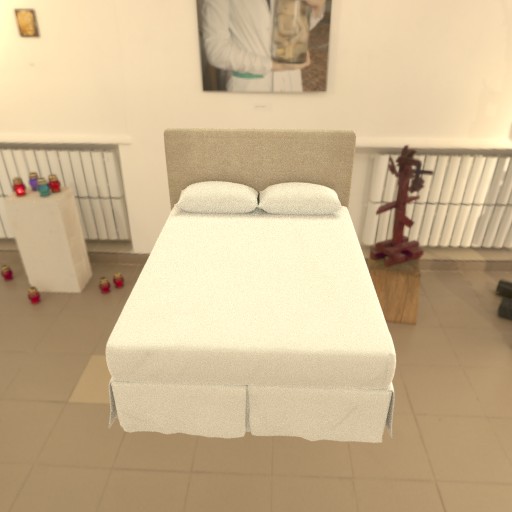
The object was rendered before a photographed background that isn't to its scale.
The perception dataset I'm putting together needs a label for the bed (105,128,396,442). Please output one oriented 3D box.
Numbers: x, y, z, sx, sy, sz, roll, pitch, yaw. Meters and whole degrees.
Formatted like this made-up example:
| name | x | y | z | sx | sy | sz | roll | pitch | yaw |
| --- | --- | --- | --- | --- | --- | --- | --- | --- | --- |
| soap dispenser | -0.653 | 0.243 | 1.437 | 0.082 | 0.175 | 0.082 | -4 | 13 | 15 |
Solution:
| name | x | y | z | sx | sy | sz | roll | pitch | yaw |
| --- | --- | --- | --- | --- | --- | --- | --- | --- | --- |
| bed | 0.000 | 0.000 | 3.238 | 1.713 | 1.330 | 2.162 | 1 | 30 | 2 |
